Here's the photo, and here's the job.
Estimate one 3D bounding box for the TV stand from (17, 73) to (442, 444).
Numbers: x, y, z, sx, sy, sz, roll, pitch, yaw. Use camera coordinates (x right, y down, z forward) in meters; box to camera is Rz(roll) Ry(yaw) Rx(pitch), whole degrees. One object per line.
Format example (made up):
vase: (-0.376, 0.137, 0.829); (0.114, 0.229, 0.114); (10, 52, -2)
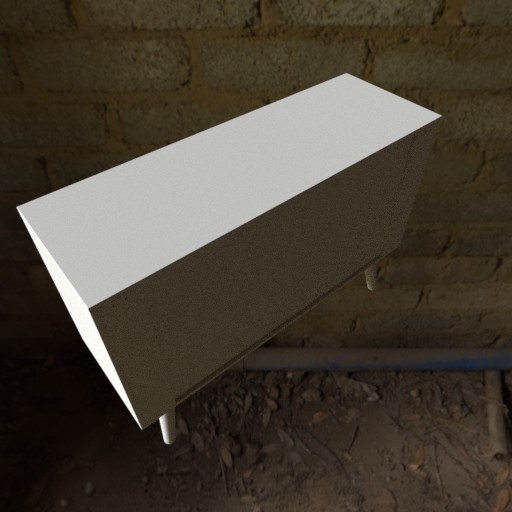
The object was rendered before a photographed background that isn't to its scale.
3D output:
TV stand: (0.000, 0.000, 1.538); (1.193, 0.812, 0.406); (-31, 53, -26)
